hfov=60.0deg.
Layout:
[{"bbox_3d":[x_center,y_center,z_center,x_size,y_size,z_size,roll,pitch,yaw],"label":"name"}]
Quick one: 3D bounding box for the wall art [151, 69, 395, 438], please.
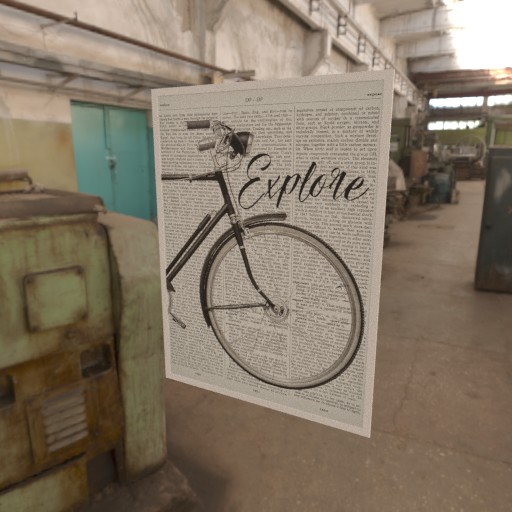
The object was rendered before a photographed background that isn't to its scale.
[{"bbox_3d":[0.000,0.000,0.820,0.457,0.610,0.003,7,15,27],"label":"wall art"}]
